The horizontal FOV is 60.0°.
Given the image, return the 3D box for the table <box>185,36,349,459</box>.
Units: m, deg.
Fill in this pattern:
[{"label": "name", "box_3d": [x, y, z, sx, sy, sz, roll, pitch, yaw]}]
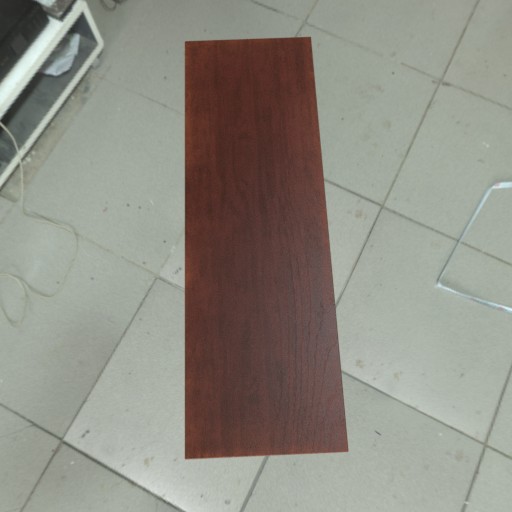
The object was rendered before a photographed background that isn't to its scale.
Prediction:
[{"label": "table", "box_3d": [0.000, 0.000, 1.564, 0.392, 0.739, 1.188, -2, 75, -1]}]
